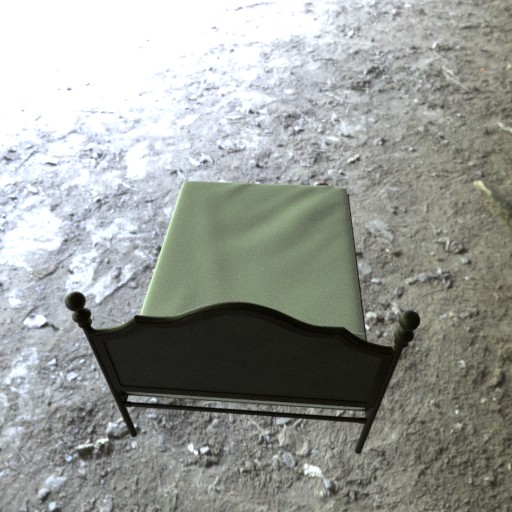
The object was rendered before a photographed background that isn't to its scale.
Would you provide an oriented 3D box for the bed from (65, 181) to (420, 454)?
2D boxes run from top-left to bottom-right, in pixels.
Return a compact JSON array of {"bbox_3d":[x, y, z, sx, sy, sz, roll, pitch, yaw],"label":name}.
[{"bbox_3d":[0.000,0.000,3.291,1.642,1.499,2.224,3,45,3],"label":"bed"}]
